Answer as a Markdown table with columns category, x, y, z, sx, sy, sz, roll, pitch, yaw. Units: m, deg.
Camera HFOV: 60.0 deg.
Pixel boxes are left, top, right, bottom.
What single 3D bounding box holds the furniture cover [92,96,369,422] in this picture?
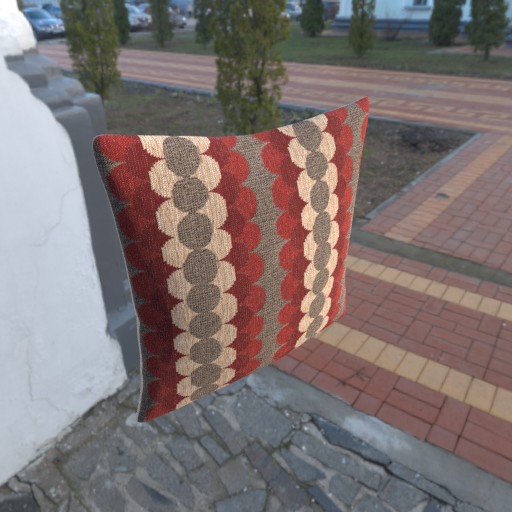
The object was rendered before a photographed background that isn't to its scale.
| category | x | y | z | sx | sy | sz | roll | pitch | yaw |
| --- | --- | --- | --- | --- | --- | --- | --- | --- | --- |
| furniture cover | 0.000 | 0.000 | 0.661 | 0.435 | 0.420 | 0.145 | -21 | 35 | -32 |
